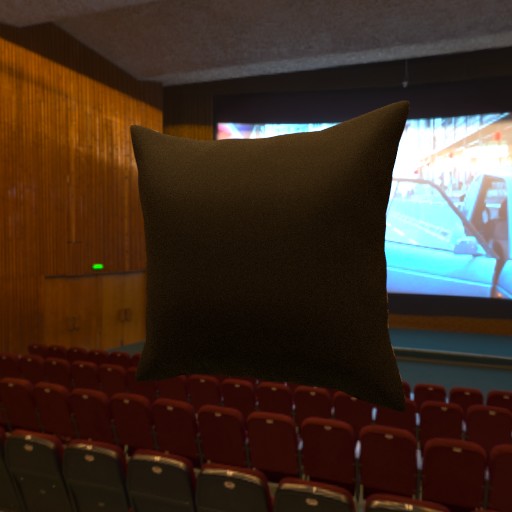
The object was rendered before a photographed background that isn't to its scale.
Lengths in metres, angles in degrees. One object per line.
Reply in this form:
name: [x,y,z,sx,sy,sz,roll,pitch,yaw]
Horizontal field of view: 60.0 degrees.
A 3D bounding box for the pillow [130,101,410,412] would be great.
pillow: [0.000,0.000,0.777,0.504,0.494,0.188,1,2,18]
